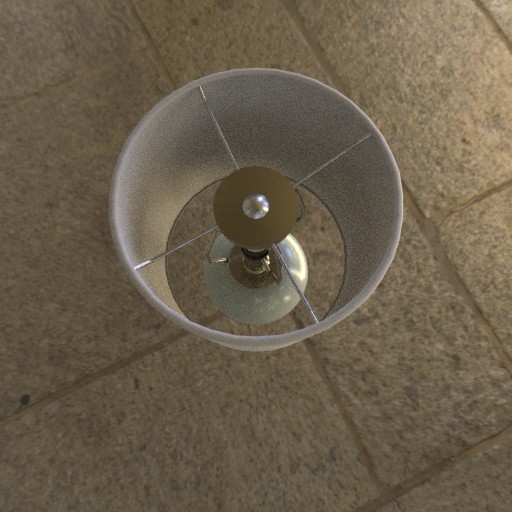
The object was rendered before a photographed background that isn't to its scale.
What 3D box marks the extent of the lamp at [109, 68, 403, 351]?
[{"bbox_3d":[0.000,0.000,0.472,0.201,0.353,0.201,34,79,8],"label":"lamp"}]
